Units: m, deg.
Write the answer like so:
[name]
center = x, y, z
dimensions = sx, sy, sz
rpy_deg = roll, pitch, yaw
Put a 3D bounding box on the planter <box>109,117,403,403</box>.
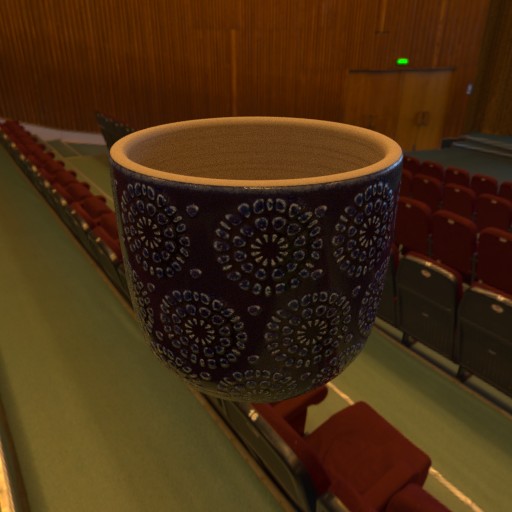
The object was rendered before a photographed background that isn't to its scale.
[planter]
center = 0.000, 0.000, 0.288
dimensions = 0.165, 0.149, 0.165
rpy_deg = 0, 27, 0
